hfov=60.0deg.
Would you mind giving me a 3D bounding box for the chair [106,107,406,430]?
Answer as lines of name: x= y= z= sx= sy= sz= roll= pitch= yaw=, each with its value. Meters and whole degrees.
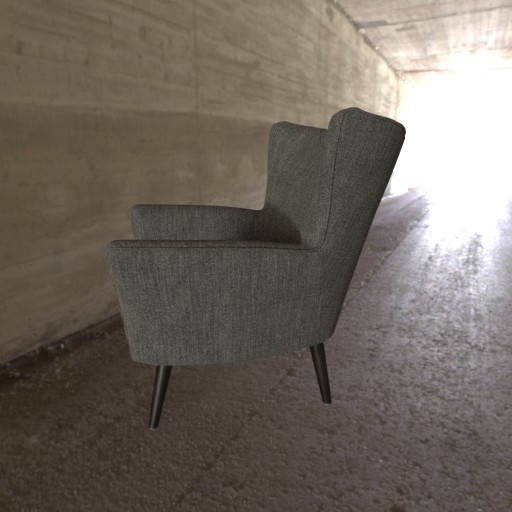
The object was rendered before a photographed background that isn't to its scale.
chair: x=0.000 y=0.000 z=1.539 sx=0.888 sy=0.933 sz=0.781 roll=-3 pitch=15 yaw=-10
